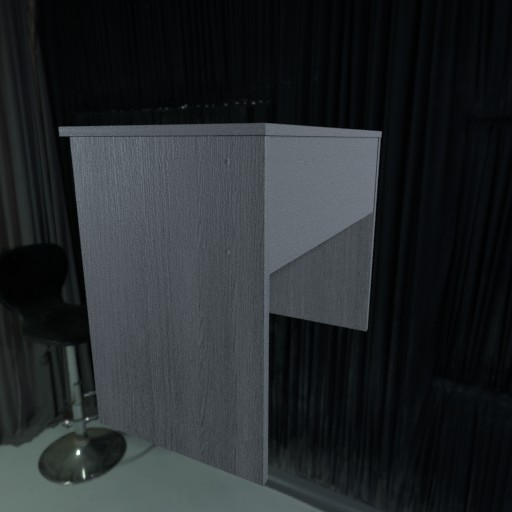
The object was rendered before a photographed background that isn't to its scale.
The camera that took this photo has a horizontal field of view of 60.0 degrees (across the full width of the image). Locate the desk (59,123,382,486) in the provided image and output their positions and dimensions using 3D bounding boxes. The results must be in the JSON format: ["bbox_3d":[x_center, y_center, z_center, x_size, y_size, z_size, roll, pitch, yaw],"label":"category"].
[{"bbox_3d":[0.000,0.000,1.321,0.498,0.724,0.893,7,16,26],"label":"desk"}]
